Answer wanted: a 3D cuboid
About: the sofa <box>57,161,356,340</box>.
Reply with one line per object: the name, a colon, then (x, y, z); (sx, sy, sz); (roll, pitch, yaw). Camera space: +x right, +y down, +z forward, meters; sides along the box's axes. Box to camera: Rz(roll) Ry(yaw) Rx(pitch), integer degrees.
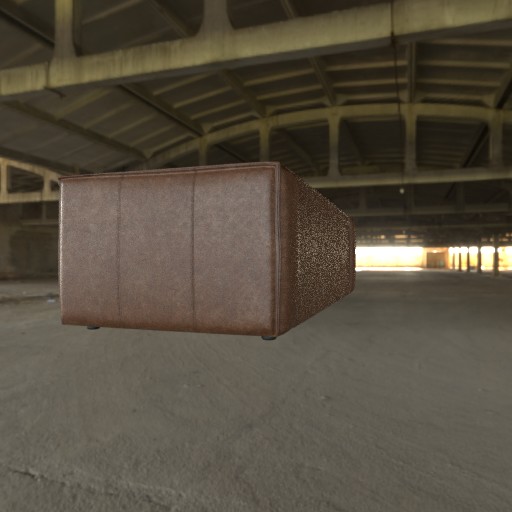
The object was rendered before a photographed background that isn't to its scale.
sofa: (0.000, 0.000, 3.008); (1.102, 0.701, 2.581); (0, 0, 19)
